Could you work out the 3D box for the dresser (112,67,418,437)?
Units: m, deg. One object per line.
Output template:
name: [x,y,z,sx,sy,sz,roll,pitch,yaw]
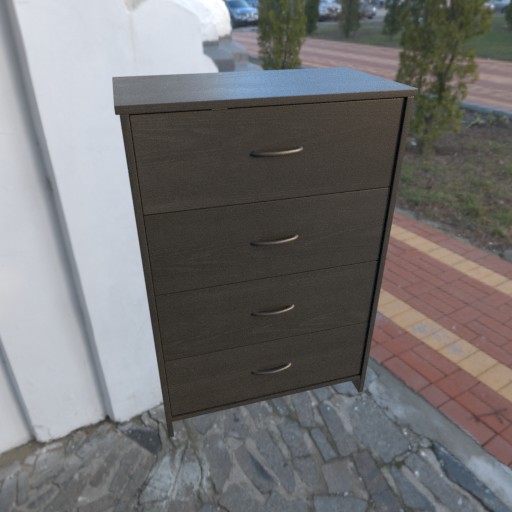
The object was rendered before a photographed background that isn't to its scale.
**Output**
dresser: [0.000,0.000,1.384,0.700,1.020,0.398,-8,31,-14]
